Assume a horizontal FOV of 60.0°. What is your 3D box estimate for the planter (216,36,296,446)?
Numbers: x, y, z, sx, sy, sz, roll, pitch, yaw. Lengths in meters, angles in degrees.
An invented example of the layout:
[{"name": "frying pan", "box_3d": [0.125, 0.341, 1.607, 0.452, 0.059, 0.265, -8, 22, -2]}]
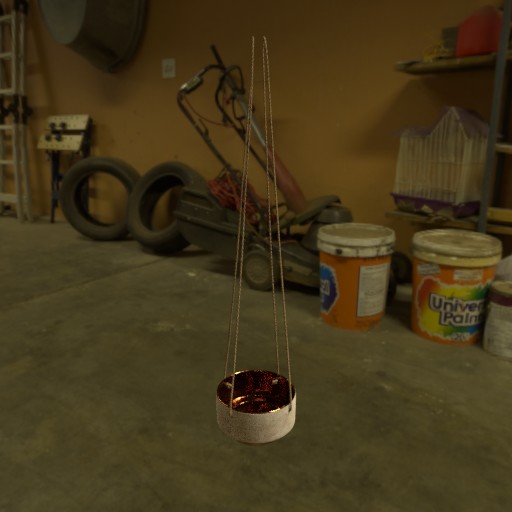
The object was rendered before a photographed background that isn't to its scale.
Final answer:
[{"name": "planter", "box_3d": [0.000, 0.000, 1.140, 0.223, 1.030, 0.223, -2, 16, -9]}]
